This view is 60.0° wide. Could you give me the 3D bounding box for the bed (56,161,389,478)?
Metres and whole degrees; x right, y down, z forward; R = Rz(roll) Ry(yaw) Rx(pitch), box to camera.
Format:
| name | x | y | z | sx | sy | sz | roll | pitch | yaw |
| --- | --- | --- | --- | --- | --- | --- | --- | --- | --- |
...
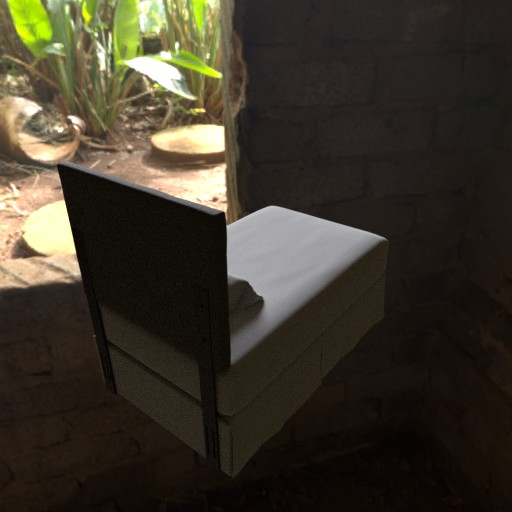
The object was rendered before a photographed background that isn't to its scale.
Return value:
| name | x | y | z | sx | sy | sz | roll | pitch | yaw |
| --- | --- | --- | --- | --- | --- | --- | --- | --- | --- |
| bed | 0.000 | 0.000 | 3.058 | 1.261 | 1.571 | 1.997 | 21 | 35 | 33 |
